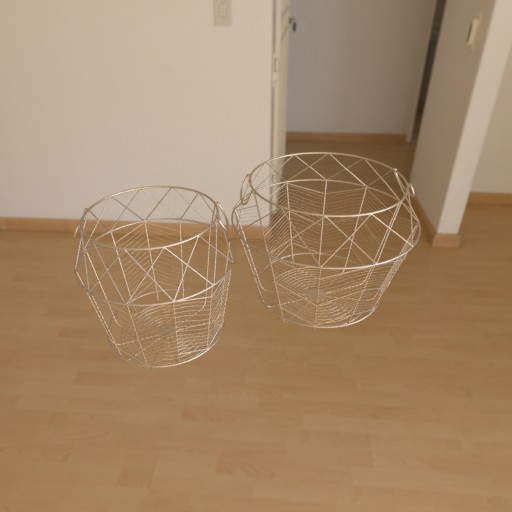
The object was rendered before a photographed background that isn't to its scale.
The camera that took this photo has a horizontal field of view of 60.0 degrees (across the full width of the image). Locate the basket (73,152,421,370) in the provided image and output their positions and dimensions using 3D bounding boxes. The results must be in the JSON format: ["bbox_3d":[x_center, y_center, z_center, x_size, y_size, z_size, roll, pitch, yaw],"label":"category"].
[{"bbox_3d":[0.000,0.000,1.066,0.805,0.343,0.451,-12,35,-17],"label":"basket"}]
